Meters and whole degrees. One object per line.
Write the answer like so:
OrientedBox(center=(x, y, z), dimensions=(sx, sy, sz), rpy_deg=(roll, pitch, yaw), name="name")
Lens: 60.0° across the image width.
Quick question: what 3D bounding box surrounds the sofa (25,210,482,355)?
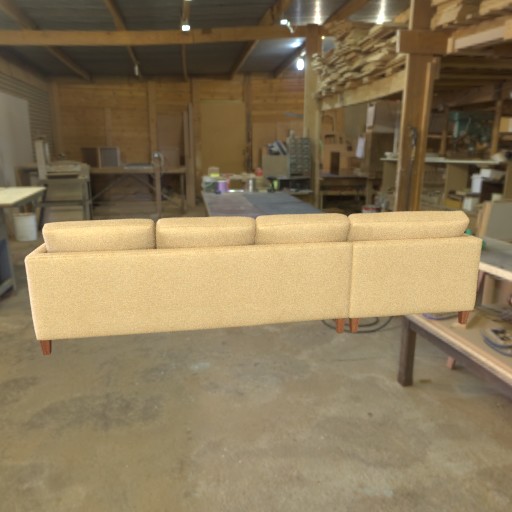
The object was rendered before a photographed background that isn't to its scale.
OrientedBox(center=(0.000, 0.000, 3.763), dimensions=(3.201, 0.876, 1.502), rpy_deg=(-2, 14, -9), name="sofa")
